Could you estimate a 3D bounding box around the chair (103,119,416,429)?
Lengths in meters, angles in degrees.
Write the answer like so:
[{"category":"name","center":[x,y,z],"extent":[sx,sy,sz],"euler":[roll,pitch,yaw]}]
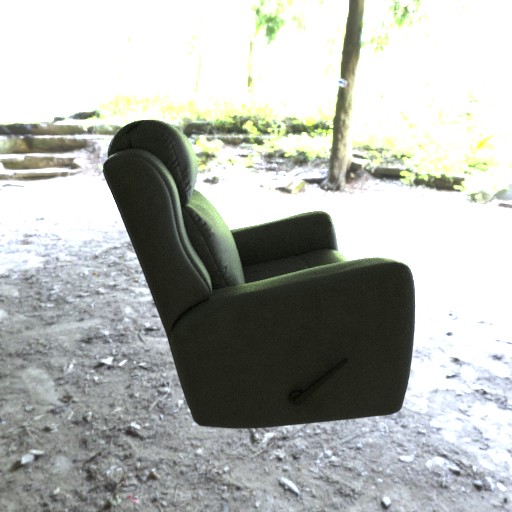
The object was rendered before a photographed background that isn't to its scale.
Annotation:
[{"category":"chair","center":[0.000,0.000,1.891],"extent":[1.068,1.116,0.967],"euler":[-3,18,-9]}]
